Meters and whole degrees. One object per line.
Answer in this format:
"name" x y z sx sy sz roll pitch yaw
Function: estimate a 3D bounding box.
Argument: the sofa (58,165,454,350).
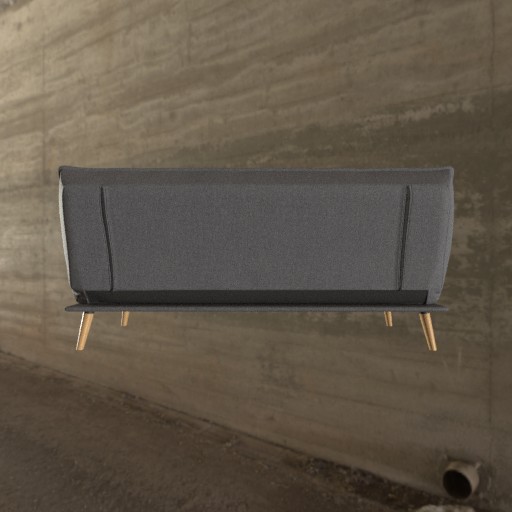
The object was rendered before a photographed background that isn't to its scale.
"sofa" 0.000 0.000 2.468 1.940 0.890 0.950 0 0 0
